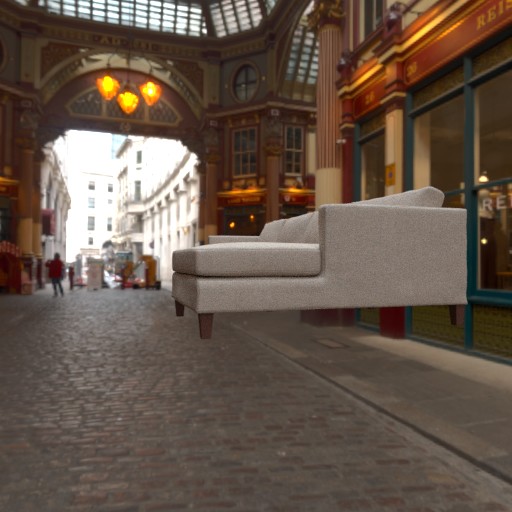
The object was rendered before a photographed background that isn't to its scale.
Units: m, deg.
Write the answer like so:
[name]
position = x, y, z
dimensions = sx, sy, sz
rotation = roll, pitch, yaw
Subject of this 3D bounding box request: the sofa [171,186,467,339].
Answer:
[sofa]
position = 0.000, 0.000, 3.863
dimensions = 1.625, 0.846, 3.186
rotation = 0, -1, -17
